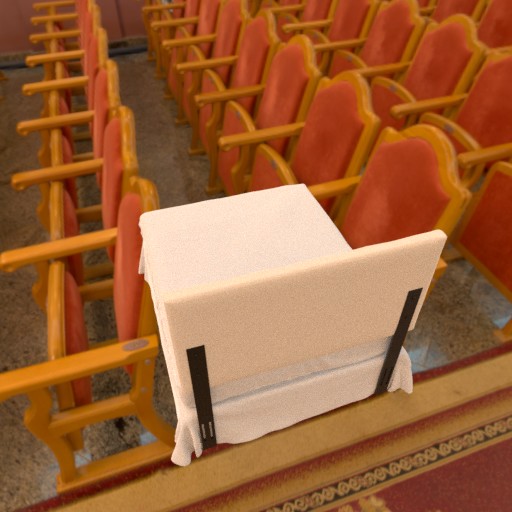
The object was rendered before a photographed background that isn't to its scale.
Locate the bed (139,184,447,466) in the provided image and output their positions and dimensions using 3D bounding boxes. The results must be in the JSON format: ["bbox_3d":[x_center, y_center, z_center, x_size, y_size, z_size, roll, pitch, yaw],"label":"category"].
[{"bbox_3d":[0.000,0.000,3.564,1.936,1.577,2.222,-12,43,-14],"label":"bed"}]
